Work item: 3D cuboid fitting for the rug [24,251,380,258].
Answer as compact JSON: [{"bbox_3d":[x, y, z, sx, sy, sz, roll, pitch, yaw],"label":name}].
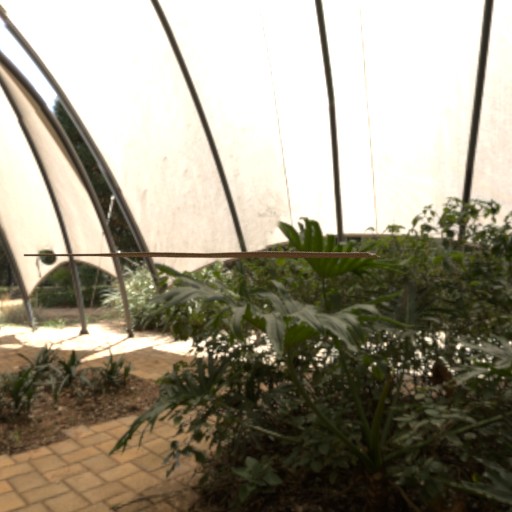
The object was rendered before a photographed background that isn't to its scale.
[{"bbox_3d":[0.000,0.000,2.315,1.220,0.013,1.829,0,0,17],"label":"rug"}]
